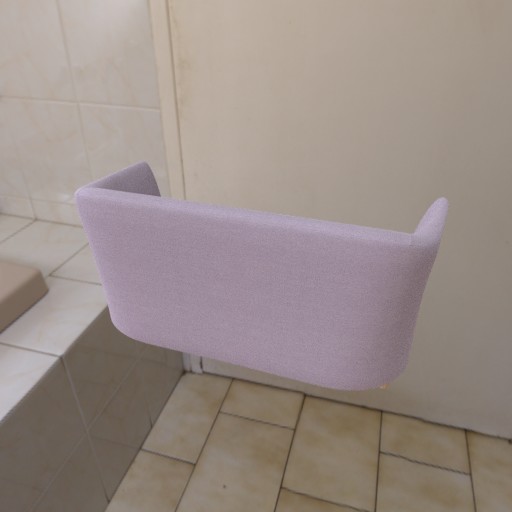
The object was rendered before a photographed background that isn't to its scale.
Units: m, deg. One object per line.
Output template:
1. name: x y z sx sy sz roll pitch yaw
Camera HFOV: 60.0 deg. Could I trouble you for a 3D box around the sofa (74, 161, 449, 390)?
1. sofa: 0.000 0.000 1.862 1.452 0.721 0.705 10 33 16
